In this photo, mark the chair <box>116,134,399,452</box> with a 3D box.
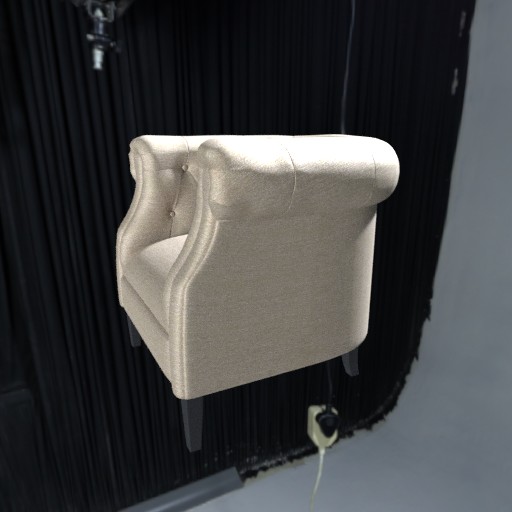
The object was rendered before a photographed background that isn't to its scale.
[{"bbox_3d":[0.000,0.000,1.569,0.852,0.827,0.905,-8,18,-26],"label":"chair"}]
